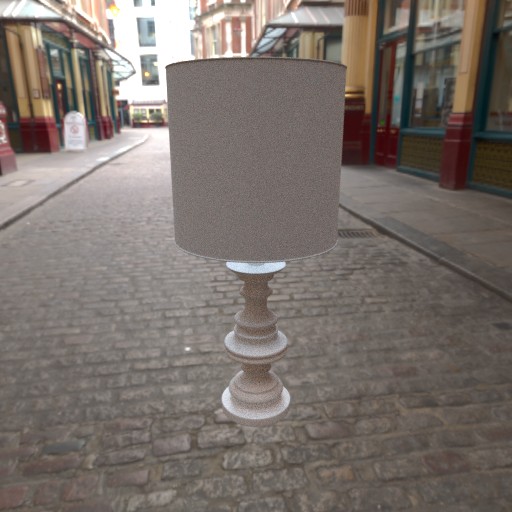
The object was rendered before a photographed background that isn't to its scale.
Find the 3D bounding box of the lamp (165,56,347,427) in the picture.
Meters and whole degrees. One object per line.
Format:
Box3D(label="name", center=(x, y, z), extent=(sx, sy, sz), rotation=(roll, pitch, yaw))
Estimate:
Box3D(label="lamp", center=(0.000, 0.000, 0.583), extent=(0.208, 0.455, 0.208), rotation=(-3, 17, -10))
